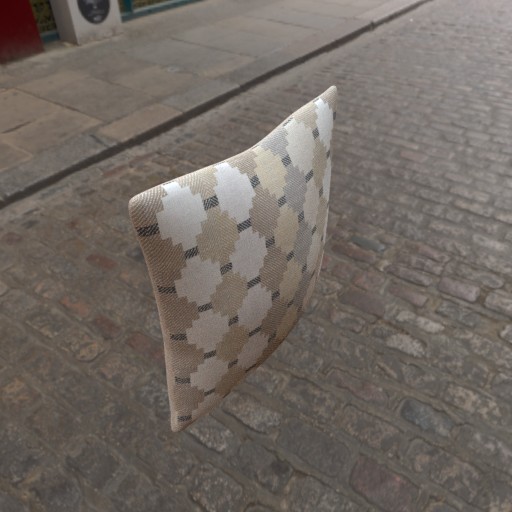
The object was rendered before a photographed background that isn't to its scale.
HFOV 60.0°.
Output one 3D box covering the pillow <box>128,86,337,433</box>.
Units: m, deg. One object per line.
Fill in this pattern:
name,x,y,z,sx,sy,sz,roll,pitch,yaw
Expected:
pillow,0.000,0.000,0.903,0.192,0.558,0.578,24,46,26
